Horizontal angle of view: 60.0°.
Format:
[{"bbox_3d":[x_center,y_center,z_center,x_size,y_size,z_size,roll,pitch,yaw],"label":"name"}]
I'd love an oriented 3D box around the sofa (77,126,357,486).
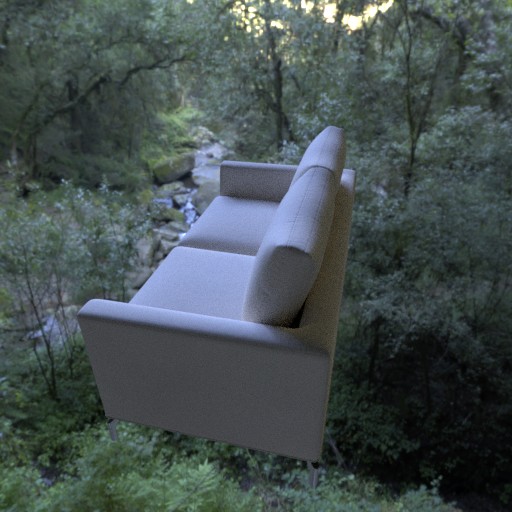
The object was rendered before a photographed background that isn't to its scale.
[{"bbox_3d":[0.000,0.000,2.273,0.906,0.995,1.739,7,31,12],"label":"sofa"}]
